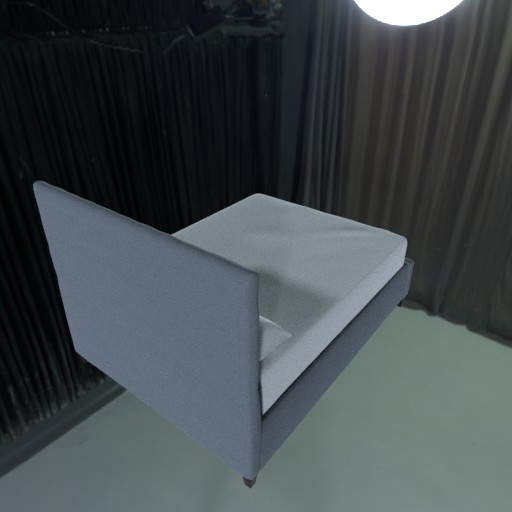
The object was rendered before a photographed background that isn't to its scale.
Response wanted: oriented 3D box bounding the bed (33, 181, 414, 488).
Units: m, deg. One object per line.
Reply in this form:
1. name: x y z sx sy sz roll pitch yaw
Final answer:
1. bed: 0.000 0.000 3.291 1.698 1.427 2.231 22 37 32
